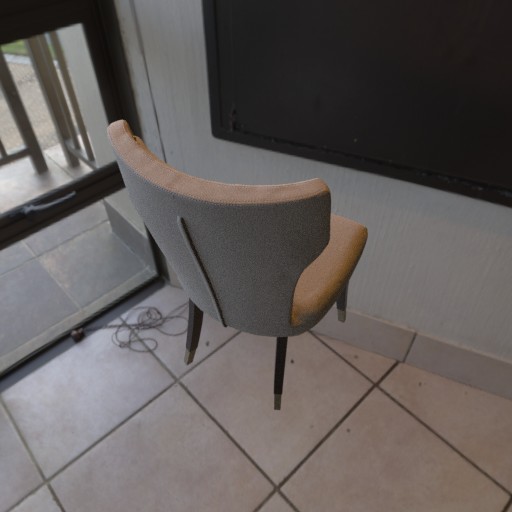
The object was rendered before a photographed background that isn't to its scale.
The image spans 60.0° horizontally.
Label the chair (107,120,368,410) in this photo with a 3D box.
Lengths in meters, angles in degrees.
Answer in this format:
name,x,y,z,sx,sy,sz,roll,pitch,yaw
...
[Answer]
name,x,y,z,sx,sy,sz,roll,pitch,yaw
chair,0.000,0.000,1.320,0.526,0.950,0.630,21,50,19
